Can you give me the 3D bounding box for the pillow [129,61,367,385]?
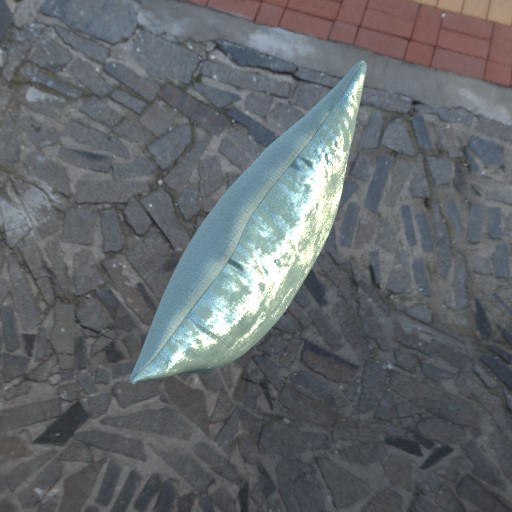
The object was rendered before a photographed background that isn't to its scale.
[{"bbox_3d":[0.000,0.000,0.718,0.175,0.464,0.470,34,77,9],"label":"pillow"}]
